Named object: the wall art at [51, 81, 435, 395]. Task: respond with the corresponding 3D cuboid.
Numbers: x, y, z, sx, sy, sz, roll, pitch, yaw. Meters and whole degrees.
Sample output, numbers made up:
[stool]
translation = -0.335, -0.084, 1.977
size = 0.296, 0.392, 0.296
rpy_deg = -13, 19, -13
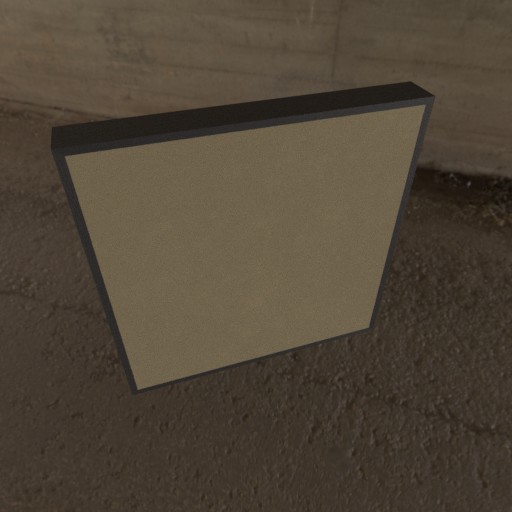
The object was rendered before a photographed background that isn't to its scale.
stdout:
[wall art]
translation = 0.000, 0.000, 0.444
size = 0.302, 0.300, 0.036
rpy_deg = -12, 42, -14
